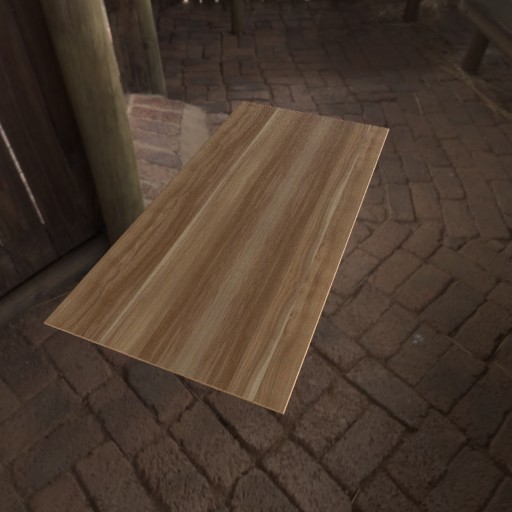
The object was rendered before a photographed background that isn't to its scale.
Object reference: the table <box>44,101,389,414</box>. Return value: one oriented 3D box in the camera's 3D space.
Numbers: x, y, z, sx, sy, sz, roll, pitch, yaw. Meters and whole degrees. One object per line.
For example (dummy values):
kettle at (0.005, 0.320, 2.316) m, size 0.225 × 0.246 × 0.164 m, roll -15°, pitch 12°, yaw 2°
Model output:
table at (0.000, 0.000, 2.538) m, size 1.000 × 0.770 × 2.000 m, roll 16°, pitch 48°, yaw 15°
